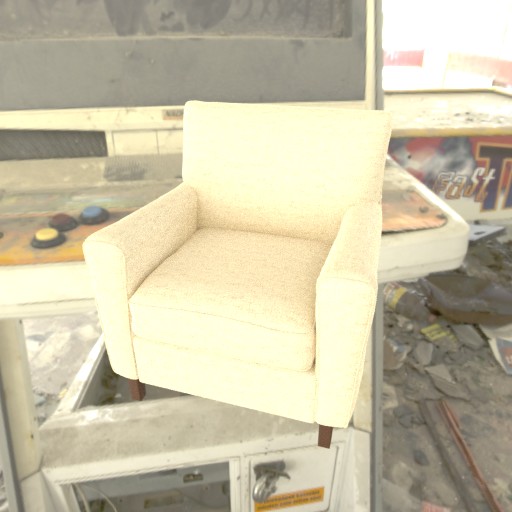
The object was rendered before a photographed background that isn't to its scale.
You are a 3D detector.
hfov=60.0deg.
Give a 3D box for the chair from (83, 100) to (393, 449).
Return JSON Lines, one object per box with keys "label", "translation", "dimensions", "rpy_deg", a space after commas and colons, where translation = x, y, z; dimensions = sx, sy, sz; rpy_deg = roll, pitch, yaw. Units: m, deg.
{"label": "chair", "translation": [0.000, 0.000, 1.608], "dimensions": [0.870, 0.943, 0.823], "rpy_deg": [8, 29, 15]}
